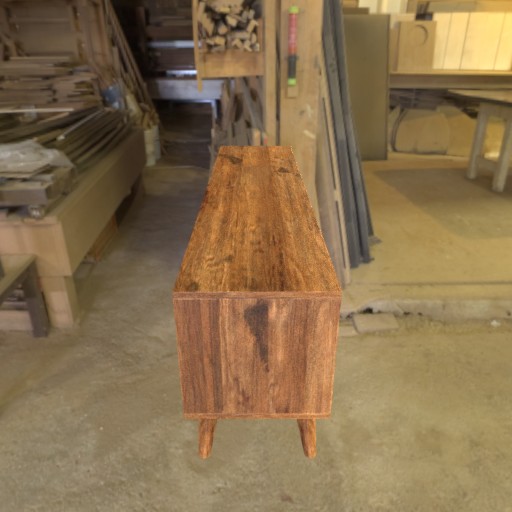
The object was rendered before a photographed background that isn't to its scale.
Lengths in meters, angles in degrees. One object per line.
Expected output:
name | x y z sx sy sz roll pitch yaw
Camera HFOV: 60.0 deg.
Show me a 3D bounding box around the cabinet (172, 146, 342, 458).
cabinet | 0.000 0.000 1.675 0.349 0.528 1.448 0 26 0
